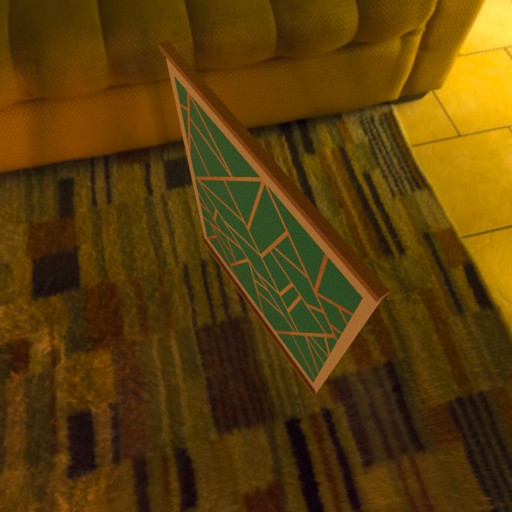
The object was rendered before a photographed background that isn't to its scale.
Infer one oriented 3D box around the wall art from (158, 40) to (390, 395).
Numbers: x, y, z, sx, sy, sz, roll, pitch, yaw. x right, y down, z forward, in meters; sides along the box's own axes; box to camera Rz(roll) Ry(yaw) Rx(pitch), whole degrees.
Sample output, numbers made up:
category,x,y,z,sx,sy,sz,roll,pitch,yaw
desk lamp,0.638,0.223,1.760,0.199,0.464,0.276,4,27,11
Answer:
category,x,y,z,sx,sy,sz,roll,pitch,yaw
wall art,0.000,0.000,0.696,0.012,0.508,0.405,-31,67,-15
